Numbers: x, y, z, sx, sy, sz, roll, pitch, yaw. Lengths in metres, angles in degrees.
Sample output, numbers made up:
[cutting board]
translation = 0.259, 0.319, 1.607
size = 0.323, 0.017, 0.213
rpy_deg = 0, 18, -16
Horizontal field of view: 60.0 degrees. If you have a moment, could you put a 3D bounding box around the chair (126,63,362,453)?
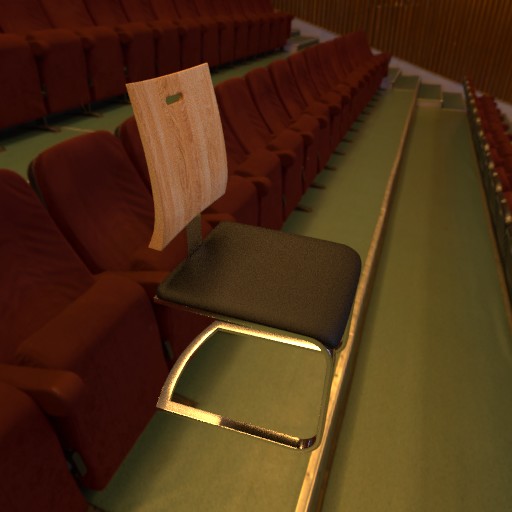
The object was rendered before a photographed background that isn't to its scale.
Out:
[chair]
translation = 0.000, 0.000, 1.232
size = 0.560, 0.936, 0.462
rpy_deg = 10, 31, 17
